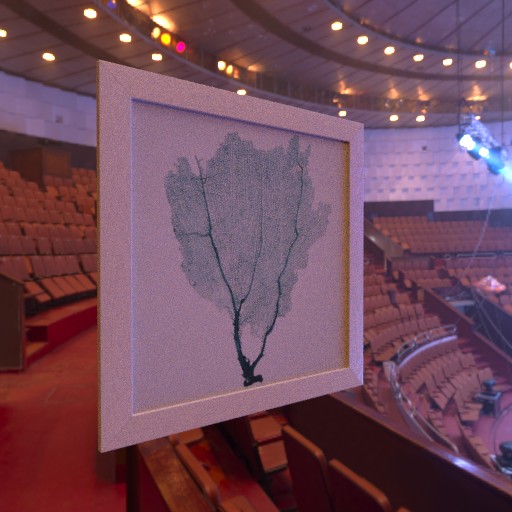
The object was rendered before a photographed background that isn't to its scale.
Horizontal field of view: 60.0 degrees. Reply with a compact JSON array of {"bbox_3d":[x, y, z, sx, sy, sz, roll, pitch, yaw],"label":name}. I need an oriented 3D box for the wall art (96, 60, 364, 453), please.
[{"bbox_3d":[0.000,0.000,0.821,0.572,0.577,0.015,-1,1,-35],"label":"wall art"}]
